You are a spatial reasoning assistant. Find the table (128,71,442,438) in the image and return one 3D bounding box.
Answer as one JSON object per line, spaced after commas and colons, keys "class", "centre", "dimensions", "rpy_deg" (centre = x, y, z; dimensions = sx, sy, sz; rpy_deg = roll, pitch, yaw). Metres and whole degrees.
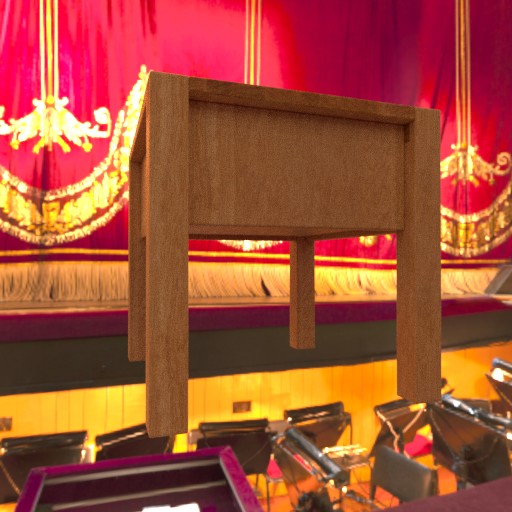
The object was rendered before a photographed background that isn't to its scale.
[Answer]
{"class": "table", "centre": [0.000, 0.000, 0.838], "dimensions": [0.440, 0.450, 0.480], "rpy_deg": [0, -1, -19]}
